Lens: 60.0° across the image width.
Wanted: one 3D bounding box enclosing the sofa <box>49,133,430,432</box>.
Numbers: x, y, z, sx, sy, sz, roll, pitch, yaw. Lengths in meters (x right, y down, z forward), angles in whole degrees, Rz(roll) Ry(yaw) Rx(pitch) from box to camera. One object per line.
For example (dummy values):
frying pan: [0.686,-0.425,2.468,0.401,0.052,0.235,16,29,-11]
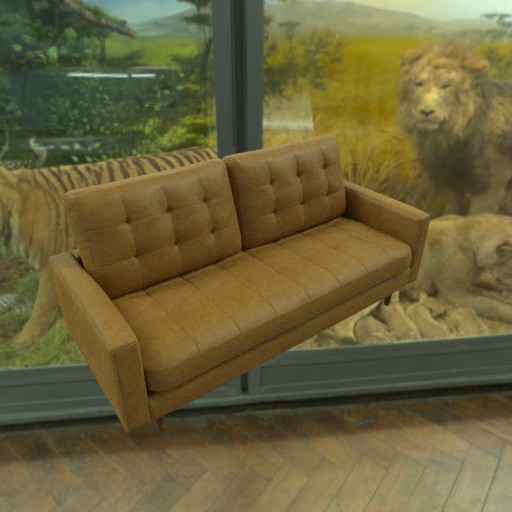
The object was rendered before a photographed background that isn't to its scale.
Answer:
sofa: [0.000,0.000,2.271,1.821,0.898,0.850,-21,36,-31]
